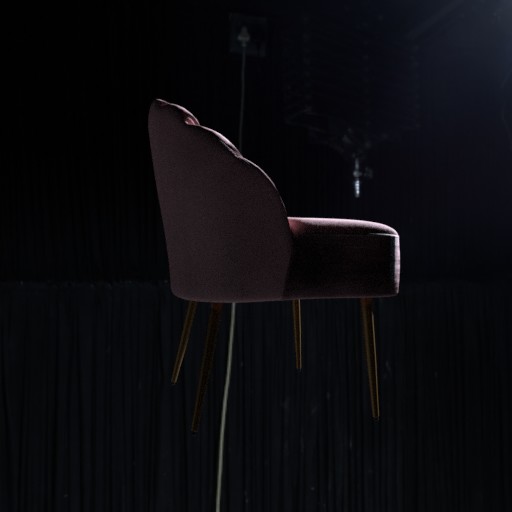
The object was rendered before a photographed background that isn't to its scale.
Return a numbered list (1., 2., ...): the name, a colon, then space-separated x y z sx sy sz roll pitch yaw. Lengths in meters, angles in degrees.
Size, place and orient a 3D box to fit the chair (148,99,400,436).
1. chair: 0.000 0.000 1.273 0.599 0.819 0.657 0 0 -17
